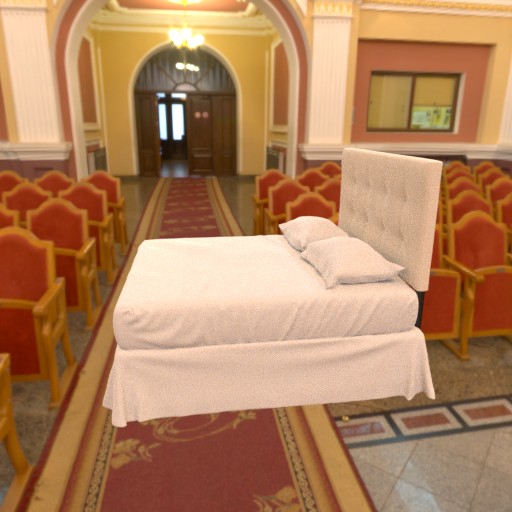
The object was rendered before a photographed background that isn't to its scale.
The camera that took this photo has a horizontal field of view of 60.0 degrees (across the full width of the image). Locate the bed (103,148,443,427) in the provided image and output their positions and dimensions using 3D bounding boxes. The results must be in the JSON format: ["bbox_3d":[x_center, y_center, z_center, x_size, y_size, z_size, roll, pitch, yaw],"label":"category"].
[{"bbox_3d":[0.000,0.000,3.500,2.222,1.577,1.936,-2,17,-8],"label":"bed"}]
